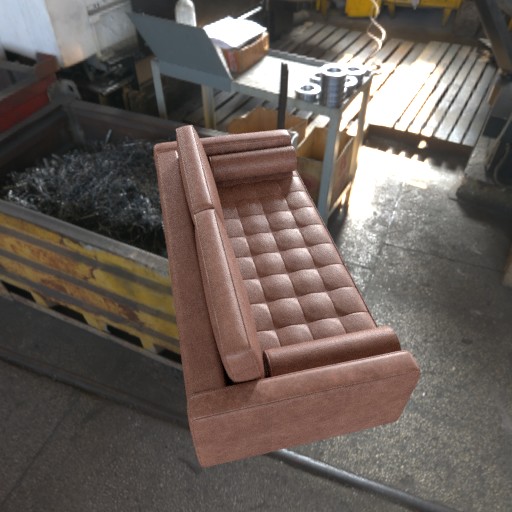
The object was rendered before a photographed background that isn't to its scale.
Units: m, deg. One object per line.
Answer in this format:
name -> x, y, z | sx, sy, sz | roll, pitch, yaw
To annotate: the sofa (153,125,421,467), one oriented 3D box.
sofa -> 0.000, 0.000, 2.357 | 0.910, 0.760, 1.870 | -9, 46, -9
